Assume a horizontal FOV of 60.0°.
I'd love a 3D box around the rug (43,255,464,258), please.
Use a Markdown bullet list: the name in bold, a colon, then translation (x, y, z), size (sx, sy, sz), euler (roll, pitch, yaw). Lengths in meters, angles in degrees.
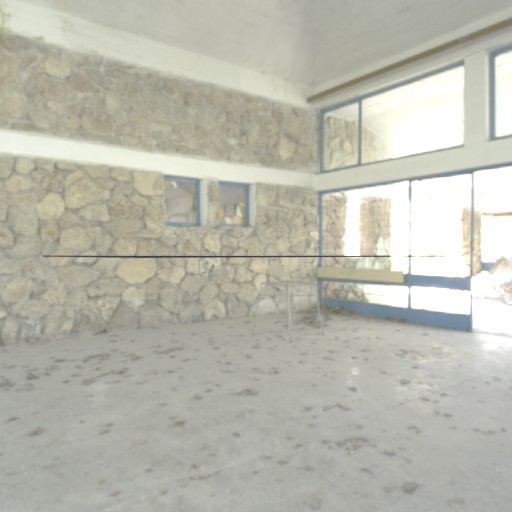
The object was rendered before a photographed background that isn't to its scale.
- **rug**: translation (0.000, 0.000, 3.748), size (2.940, 0.011, 2.053), euler (0, 0, -36)
